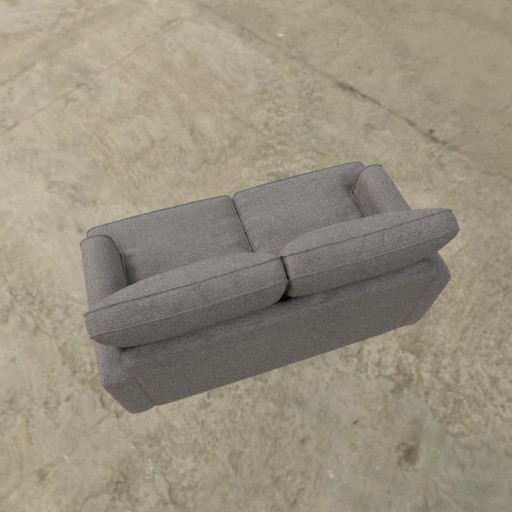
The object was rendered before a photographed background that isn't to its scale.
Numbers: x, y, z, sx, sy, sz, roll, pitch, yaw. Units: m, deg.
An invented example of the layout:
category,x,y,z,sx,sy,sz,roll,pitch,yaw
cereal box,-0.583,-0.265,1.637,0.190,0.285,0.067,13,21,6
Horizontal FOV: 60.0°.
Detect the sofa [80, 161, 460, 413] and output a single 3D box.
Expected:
category,x,y,z,sx,sy,sz,roll,pitch,yaw
sofa,0.000,0.000,2.247,1.651,0.965,0.965,-16,59,-10
